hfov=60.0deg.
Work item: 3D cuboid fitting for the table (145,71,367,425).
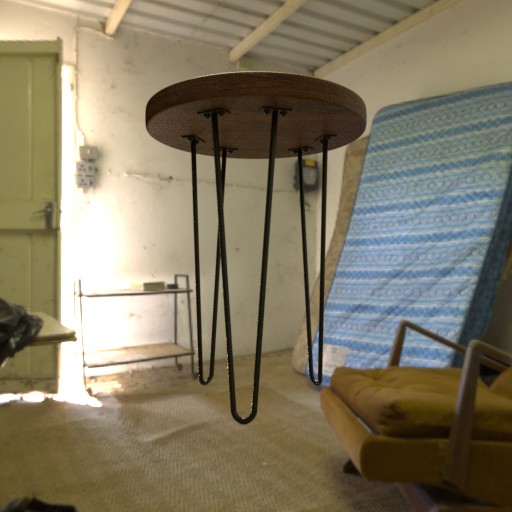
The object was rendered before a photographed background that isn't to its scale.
[{"bbox_3d":[0.000,0.000,0.823,0.400,0.520,0.400,0,-1,0],"label":"table"}]
